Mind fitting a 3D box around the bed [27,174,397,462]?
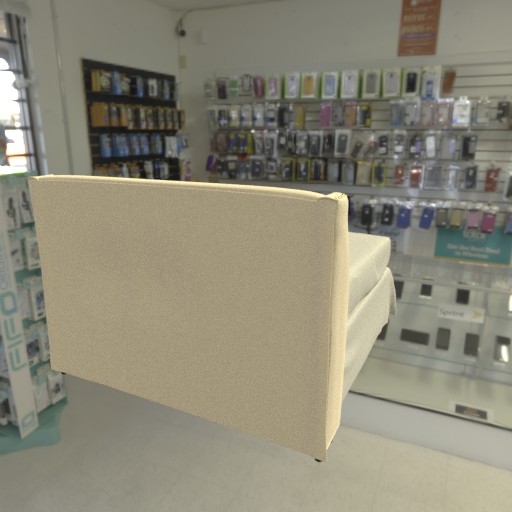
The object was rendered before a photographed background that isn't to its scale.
[{"bbox_3d":[0.000,0.000,3.334,1.925,1.332,2.276,8,18,26],"label":"bed"}]
